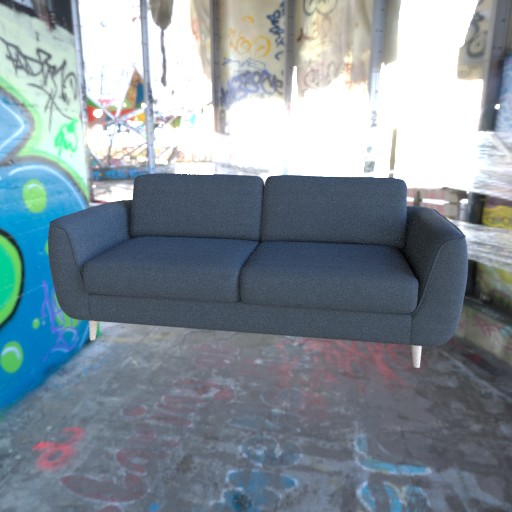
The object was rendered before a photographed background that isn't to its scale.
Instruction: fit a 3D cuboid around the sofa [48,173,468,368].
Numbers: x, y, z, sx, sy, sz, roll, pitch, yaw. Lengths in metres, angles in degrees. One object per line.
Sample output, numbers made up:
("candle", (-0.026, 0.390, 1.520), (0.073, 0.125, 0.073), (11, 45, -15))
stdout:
("sofa", (0.000, 0.000, 2.453), (2.000, 0.850, 0.920), (3, 15, 10))
